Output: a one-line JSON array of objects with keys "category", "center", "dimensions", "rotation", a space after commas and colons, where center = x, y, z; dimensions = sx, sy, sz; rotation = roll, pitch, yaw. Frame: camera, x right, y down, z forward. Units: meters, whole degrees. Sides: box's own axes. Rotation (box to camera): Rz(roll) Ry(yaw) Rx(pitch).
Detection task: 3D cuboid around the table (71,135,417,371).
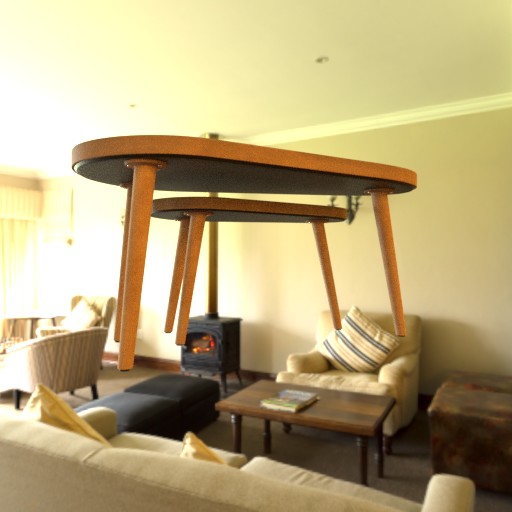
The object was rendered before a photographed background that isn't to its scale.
[{"category": "table", "center": [0.000, 0.000, 1.551], "dimensions": [1.190, 0.595, 0.701], "rotation": [0, -1, -19]}]
